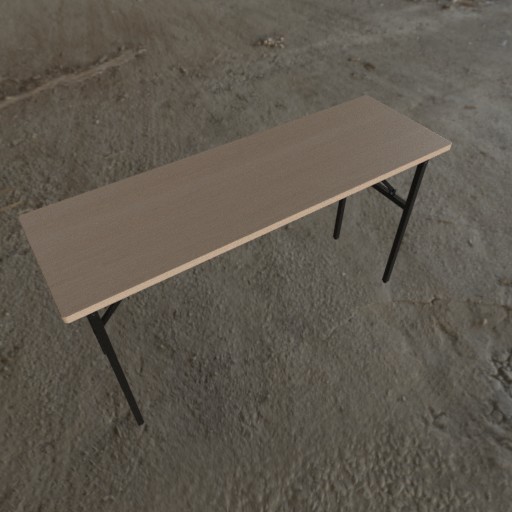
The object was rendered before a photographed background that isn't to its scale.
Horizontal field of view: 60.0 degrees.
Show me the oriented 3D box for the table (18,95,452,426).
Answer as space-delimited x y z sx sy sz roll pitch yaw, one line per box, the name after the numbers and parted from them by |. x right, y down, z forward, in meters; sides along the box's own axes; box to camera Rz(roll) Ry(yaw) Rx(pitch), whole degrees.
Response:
0.000 0.000 1.717 1.397 0.750 0.447 -25 51 -23 | table
